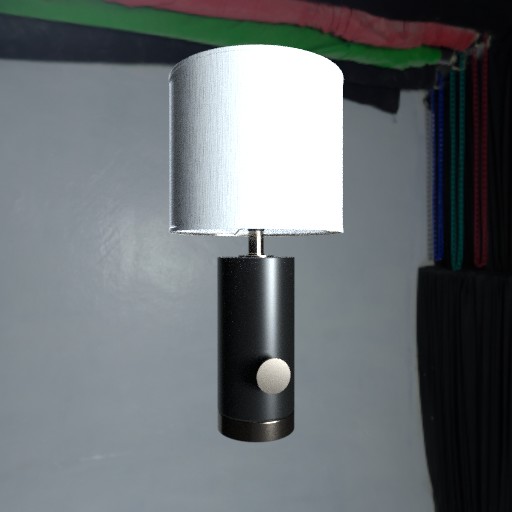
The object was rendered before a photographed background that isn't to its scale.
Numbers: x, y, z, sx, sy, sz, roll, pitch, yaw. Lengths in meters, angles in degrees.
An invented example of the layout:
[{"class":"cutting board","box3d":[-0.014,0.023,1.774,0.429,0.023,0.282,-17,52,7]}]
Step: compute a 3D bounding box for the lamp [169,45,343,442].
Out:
[{"class":"lamp","box3d":[0.000,0.000,0.625,0.241,0.482,0.240,0,0,-17]}]
